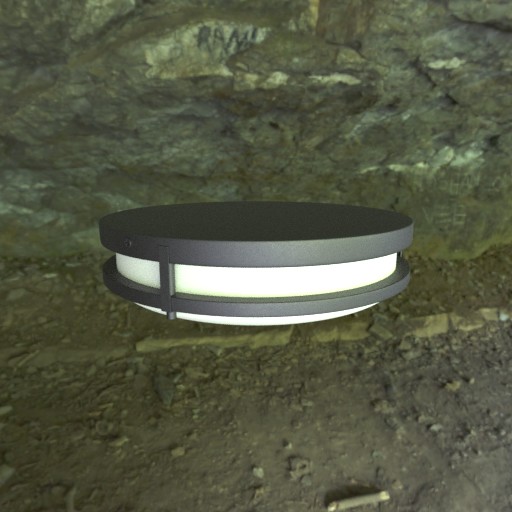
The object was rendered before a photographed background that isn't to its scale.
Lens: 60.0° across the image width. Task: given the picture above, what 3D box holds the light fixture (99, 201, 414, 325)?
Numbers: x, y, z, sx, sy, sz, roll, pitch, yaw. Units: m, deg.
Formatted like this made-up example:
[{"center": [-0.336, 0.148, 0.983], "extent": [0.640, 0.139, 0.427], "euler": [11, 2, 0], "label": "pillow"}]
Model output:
[{"center": [0.000, 0.000, 0.538], "extent": [0.356, 0.102, 0.356], "euler": [0, 12, 0], "label": "light fixture"}]
